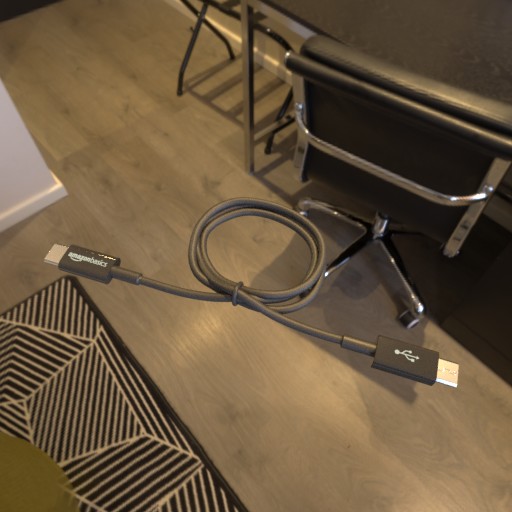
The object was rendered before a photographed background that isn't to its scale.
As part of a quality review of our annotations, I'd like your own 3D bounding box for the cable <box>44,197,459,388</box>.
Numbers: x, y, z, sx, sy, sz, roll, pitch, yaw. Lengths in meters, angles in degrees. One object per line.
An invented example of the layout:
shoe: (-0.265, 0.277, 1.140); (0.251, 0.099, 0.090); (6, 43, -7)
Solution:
cable: (0.000, 0.000, 0.210); (0.192, 0.014, 0.070); (15, 58, 10)
